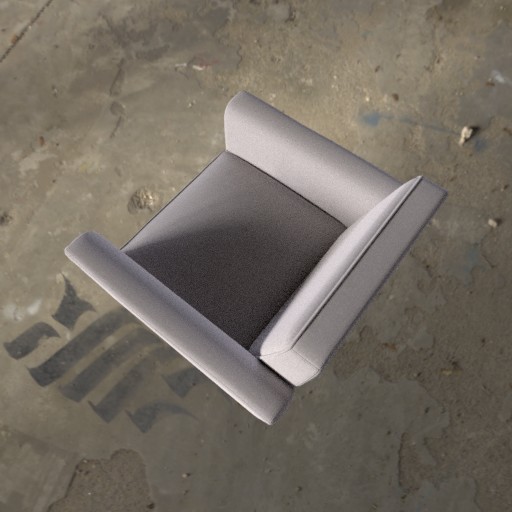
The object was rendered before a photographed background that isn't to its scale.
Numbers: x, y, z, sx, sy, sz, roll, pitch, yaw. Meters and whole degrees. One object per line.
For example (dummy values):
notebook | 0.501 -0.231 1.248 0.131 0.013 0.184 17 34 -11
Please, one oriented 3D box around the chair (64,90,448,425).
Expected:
chair | 0.000 0.000 1.397 0.750 0.780 0.780 35 69 16
